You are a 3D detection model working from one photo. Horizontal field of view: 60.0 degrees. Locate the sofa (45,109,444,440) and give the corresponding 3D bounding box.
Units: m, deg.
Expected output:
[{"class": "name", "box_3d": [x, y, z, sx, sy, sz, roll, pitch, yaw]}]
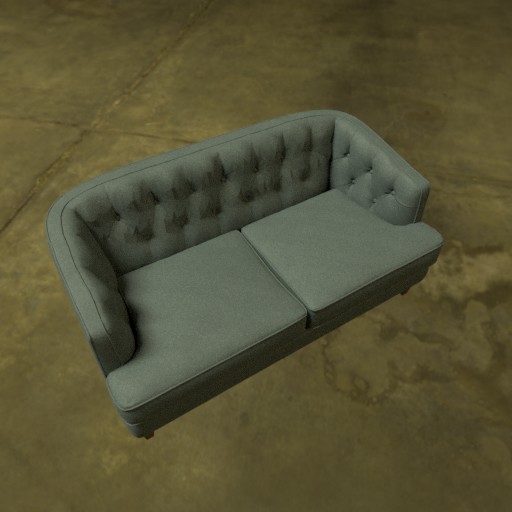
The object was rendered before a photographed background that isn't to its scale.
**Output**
[{"class": "sofa", "box_3d": [0.000, 0.000, 2.207, 1.733, 0.855, 0.941, -24, 50, -22]}]
